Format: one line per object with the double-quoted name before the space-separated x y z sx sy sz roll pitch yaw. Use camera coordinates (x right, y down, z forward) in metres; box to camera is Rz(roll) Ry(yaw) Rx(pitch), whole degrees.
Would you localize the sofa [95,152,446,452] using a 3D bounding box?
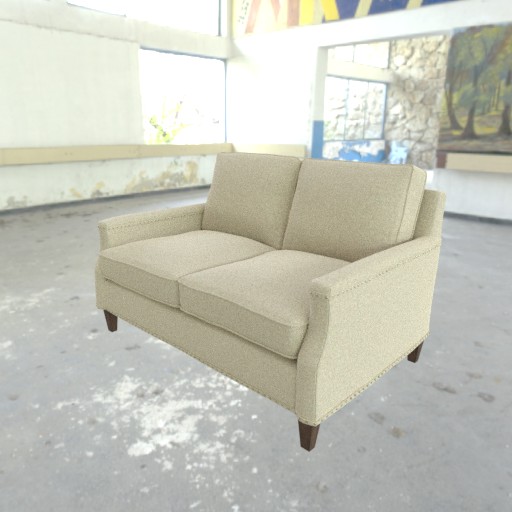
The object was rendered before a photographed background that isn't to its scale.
"sofa" 0.000 0.000 2.333 1.597 1.003 1.084 15 22 42
